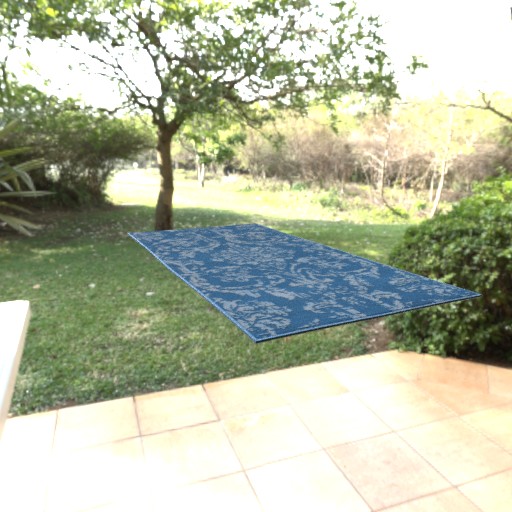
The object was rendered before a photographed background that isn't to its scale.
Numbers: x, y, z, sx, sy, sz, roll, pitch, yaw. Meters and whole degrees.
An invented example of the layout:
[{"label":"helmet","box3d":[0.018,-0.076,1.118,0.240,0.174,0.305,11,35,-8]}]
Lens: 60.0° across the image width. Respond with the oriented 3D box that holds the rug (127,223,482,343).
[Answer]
[{"label":"rug","box3d":[0.000,0.000,1.458,0.604,0.007,1.219,-6,15,-26]}]
